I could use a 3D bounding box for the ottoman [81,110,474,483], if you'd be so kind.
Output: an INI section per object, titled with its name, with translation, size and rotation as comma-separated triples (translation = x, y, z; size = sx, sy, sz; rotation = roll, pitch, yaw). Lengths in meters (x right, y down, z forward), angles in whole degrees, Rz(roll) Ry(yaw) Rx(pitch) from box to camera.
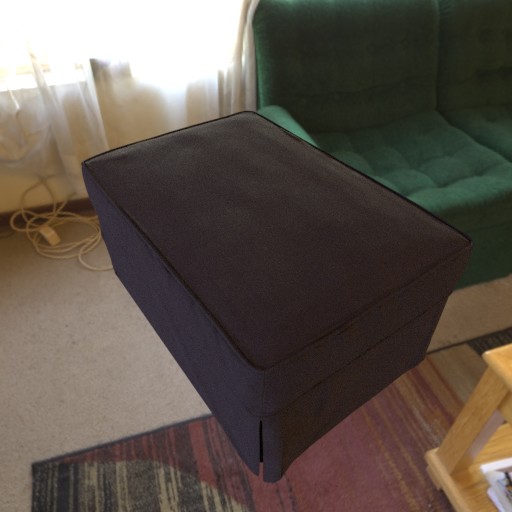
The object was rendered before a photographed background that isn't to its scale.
[ottoman]
translation = 0.000, 0.000, 1.271
size = 0.637, 0.503, 0.938
rotation = -25, 47, -26
